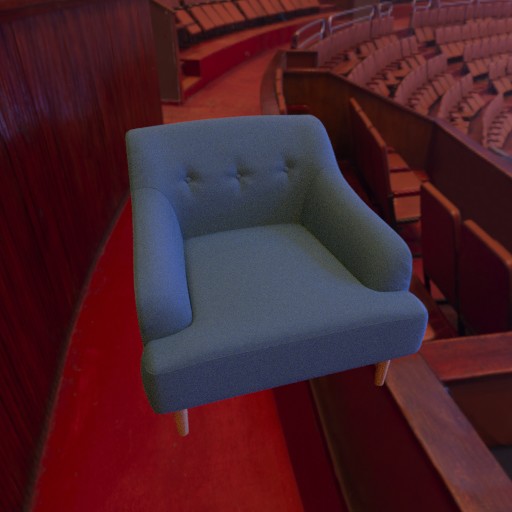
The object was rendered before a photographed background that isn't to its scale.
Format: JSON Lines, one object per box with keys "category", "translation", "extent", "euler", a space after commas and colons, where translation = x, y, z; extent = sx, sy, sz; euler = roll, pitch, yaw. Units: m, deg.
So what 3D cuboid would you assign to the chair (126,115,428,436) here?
{"category": "chair", "translation": [0.000, 0.000, 1.695], "extent": [0.946, 0.818, 0.951], "euler": [-9, 34, -14]}
